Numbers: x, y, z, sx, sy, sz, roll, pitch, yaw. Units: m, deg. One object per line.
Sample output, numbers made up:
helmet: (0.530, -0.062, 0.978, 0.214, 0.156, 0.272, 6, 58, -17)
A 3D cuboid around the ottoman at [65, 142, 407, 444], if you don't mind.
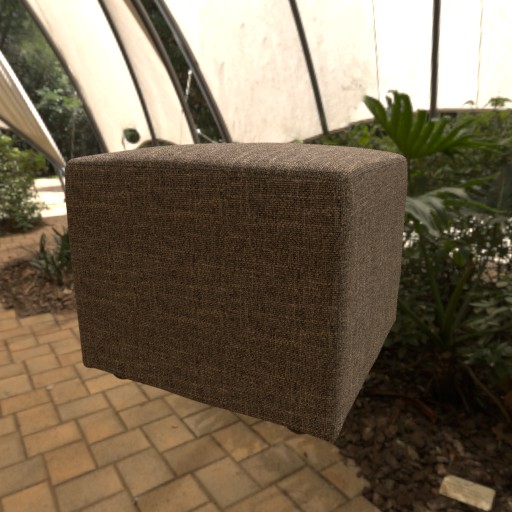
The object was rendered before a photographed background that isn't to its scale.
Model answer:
ottoman: (0.000, 0.000, 0.916, 0.512, 0.453, 0.521, 7, 17, 26)
